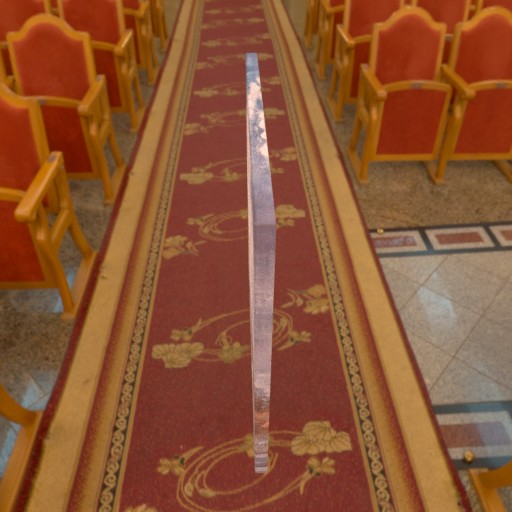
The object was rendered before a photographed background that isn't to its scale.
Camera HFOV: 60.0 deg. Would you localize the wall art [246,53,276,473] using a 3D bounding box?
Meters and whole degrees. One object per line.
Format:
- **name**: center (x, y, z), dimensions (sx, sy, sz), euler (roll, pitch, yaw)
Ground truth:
- **wall art**: center (0.000, 0.000, 1.510), dimensions (0.040, 1.020, 1.010), euler (-1, 41, -1)
